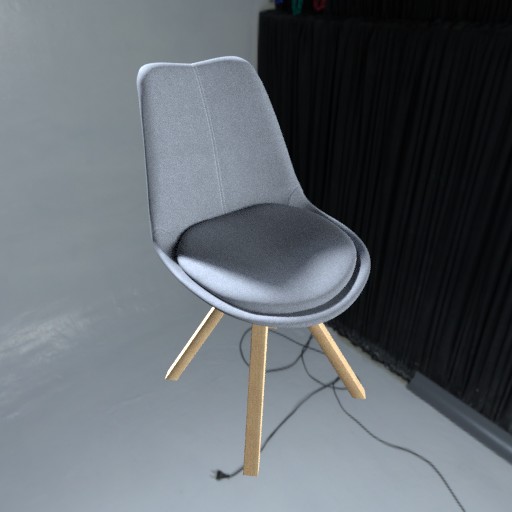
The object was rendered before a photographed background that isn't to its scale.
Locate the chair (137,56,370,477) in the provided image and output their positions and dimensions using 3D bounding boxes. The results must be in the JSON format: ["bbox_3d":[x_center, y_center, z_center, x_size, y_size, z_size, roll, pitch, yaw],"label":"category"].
[{"bbox_3d":[0.000,0.000,1.117,0.474,0.863,0.549,-21,37,-31],"label":"chair"}]
